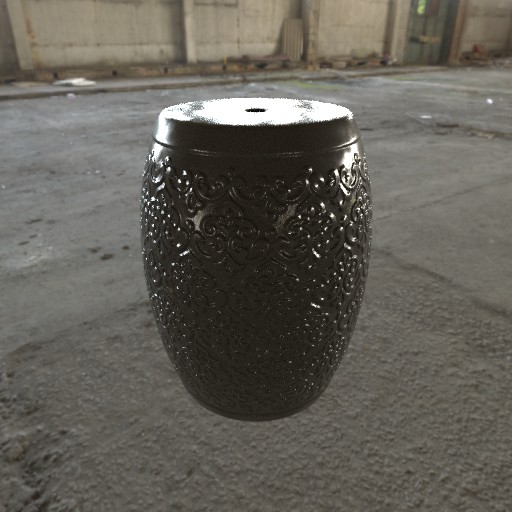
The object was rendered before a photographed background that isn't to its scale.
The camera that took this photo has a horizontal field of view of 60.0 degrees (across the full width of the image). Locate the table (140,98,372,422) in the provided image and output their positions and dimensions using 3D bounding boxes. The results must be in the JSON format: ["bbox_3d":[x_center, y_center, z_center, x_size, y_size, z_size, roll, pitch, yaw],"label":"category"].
[{"bbox_3d":[0.000,0.000,0.624,0.309,0.397,0.309,0,26,0],"label":"table"}]
